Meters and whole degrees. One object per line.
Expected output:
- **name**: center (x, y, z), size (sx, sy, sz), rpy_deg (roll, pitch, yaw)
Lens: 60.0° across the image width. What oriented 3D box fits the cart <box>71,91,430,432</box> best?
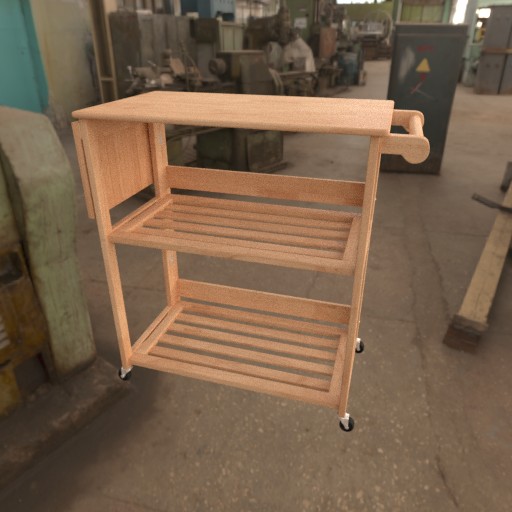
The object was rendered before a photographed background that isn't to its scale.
- **cart**: center (0.000, 0.000, 1.358), size (0.853, 0.879, 0.432), rpy_deg (8, 28, 15)
